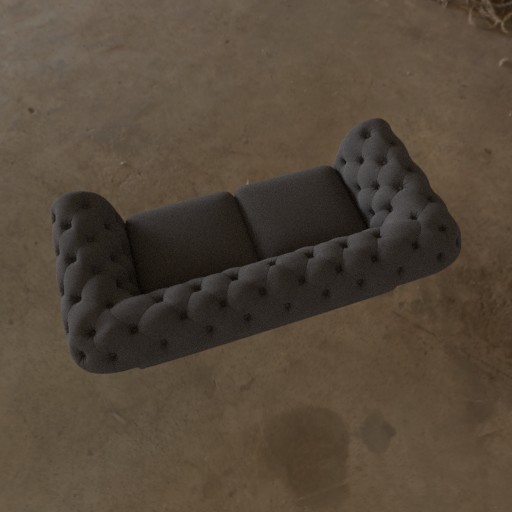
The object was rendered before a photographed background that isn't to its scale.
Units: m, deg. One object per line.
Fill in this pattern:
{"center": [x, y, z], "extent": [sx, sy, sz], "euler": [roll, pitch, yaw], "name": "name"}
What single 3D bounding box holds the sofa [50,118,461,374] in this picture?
{"center": [0.000, 0.000, 2.491], "extent": [1.998, 0.764, 0.986], "euler": [-16, 61, -9], "name": "sofa"}
